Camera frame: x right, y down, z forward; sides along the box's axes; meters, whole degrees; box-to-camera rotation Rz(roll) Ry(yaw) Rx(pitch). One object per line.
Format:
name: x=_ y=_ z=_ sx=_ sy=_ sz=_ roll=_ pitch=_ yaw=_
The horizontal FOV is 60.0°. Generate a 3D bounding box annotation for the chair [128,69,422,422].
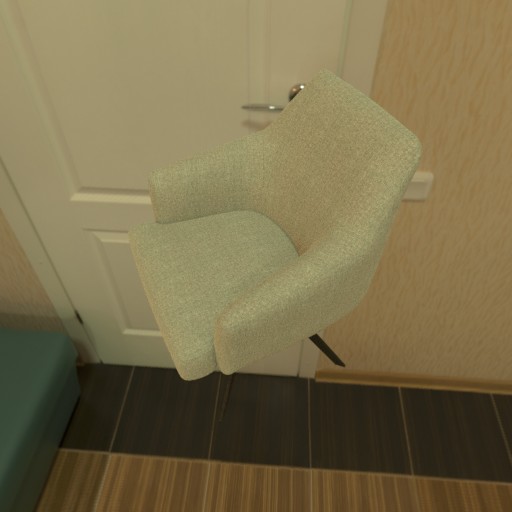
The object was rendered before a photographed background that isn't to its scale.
chair: x=0.000 y=0.000 z=1.339 sx=0.677 sy=0.874 sz=0.642 roll=-19 pitch=49 yaw=-17
